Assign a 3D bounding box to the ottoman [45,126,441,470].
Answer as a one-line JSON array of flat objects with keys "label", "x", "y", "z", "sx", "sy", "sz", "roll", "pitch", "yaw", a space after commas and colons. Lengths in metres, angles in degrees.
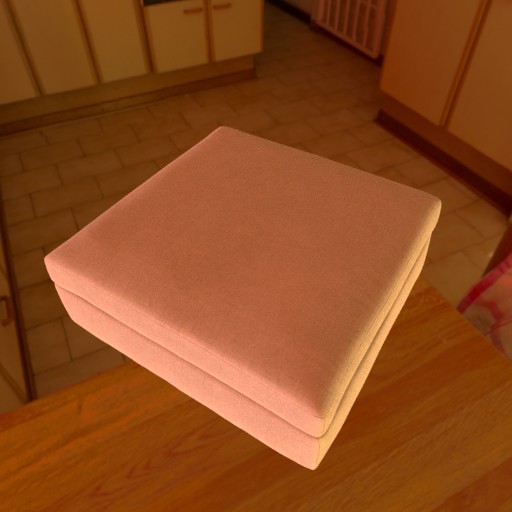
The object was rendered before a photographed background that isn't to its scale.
[{"label": "ottoman", "x": 0.000, "y": 0.000, "z": 1.852, "sx": 1.203, "sy": 0.517, "sz": 1.171, "roll": 24, "pitch": 51, "yaw": 22}]
